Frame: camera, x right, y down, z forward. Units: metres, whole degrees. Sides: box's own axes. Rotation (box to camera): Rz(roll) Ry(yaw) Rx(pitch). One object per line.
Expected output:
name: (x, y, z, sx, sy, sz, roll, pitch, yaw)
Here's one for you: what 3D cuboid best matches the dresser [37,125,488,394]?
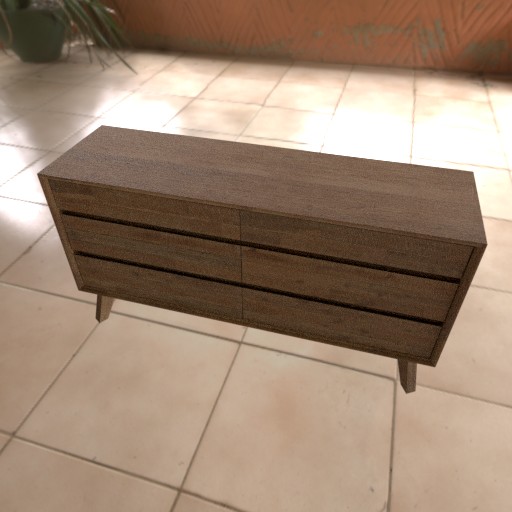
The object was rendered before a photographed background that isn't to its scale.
dresser: (0.000, 0.000, 1.900, 1.554, 0.805, 0.455, 10, 41, 12)
